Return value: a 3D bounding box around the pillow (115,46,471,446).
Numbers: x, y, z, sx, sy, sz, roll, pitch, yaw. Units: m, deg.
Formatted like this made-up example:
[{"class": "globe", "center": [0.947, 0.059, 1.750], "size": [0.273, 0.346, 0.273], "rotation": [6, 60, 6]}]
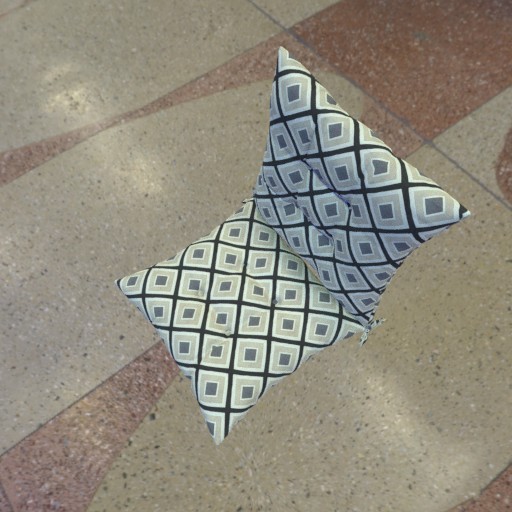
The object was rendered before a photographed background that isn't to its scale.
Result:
[{"class": "pillow", "center": [0.000, 0.000, 0.981], "size": [0.585, 0.536, 0.541], "rotation": [-33, 68, -15]}]
